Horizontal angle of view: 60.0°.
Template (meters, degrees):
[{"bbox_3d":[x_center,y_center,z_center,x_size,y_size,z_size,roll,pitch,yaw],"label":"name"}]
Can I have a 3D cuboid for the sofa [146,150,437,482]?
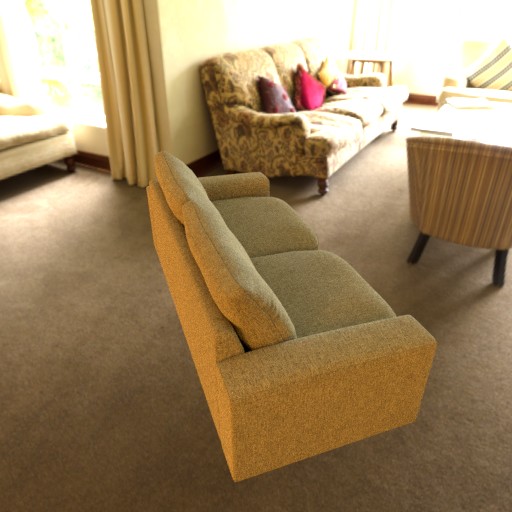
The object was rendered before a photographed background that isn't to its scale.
[{"bbox_3d":[0.000,0.000,2.825,1.040,0.922,2.299,-11,33,-17],"label":"sofa"}]
